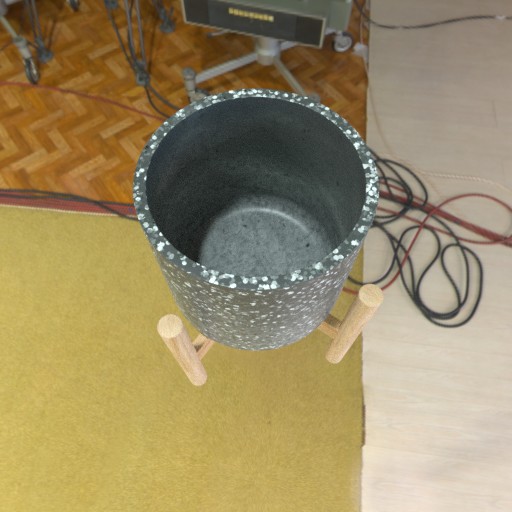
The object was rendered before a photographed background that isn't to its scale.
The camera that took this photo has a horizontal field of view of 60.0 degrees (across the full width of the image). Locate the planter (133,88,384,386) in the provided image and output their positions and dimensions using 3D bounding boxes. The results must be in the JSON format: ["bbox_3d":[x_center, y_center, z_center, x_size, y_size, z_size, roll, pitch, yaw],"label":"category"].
[{"bbox_3d":[0.000,0.000,0.545,0.284,0.320,0.284,-29,67,-14],"label":"planter"}]
